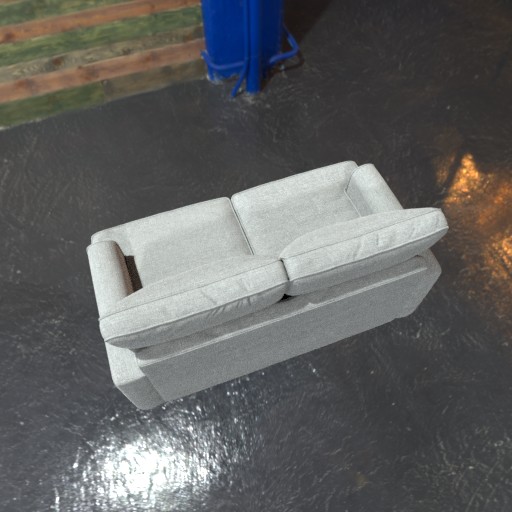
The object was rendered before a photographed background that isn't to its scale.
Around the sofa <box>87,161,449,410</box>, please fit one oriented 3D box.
[{"bbox_3d":[0.000,0.000,2.347,1.651,0.965,0.965,-17,61,-10],"label":"sofa"}]
